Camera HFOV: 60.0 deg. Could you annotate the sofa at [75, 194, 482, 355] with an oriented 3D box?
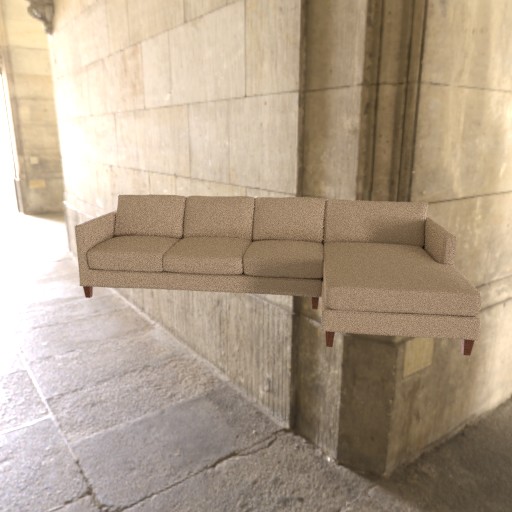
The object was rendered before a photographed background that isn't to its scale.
[{"bbox_3d":[0.000,0.000,3.808,3.186,0.861,1.625,2,15,8],"label":"sofa"}]
